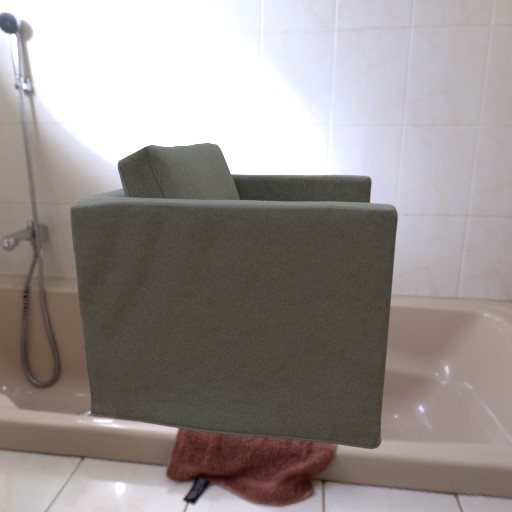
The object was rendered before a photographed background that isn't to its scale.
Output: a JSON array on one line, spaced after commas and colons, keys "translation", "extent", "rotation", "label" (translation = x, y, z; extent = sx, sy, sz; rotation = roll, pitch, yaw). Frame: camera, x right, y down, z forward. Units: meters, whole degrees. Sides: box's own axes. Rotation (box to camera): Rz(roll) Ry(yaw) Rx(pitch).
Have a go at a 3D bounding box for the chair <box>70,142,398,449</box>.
[{"translation": [0.000, 0.000, 1.745], "extent": [0.949, 0.863, 1.057], "rotation": [3, 15, 10], "label": "chair"}]
